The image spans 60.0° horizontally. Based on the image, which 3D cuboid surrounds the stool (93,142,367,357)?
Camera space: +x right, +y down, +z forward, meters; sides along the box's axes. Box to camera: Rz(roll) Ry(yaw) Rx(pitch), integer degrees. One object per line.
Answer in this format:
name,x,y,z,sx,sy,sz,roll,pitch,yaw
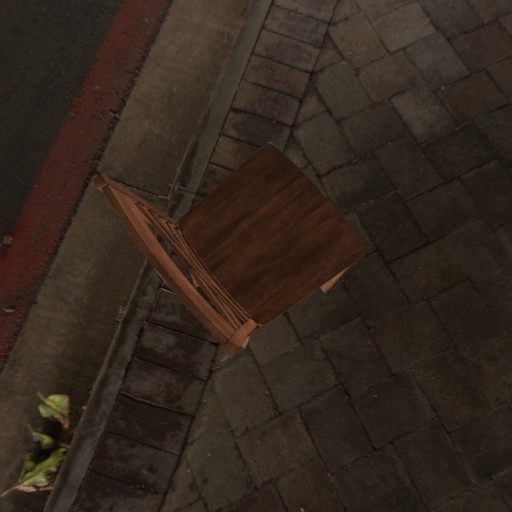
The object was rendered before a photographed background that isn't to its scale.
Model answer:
stool,0.000,0.000,1.385,0.487,1.105,0.433,-38,80,-8
